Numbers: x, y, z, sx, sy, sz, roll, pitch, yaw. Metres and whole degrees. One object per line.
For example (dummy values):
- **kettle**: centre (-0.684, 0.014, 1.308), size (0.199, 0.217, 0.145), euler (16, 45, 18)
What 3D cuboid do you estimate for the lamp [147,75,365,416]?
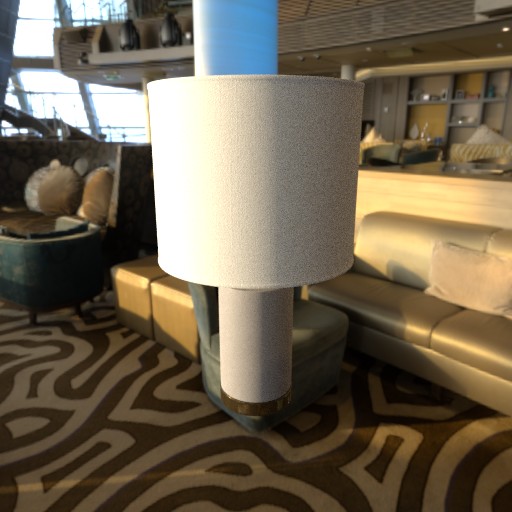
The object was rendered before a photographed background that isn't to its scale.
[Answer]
- **lamp**: centre (0.000, 0.000, 0.531), size (0.229, 0.380, 0.229), euler (0, 16, 0)
